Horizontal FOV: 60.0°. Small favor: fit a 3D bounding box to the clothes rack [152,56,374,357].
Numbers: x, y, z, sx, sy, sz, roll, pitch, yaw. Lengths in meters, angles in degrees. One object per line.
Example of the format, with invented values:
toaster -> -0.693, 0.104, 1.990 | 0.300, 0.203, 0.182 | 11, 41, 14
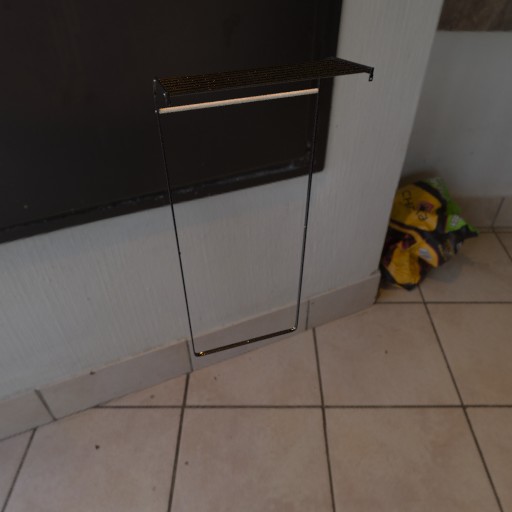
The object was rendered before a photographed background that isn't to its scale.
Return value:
clothes rack -> 0.000, 0.000, 1.851 | 0.609, 1.574, 0.349 | -12, 43, -14
